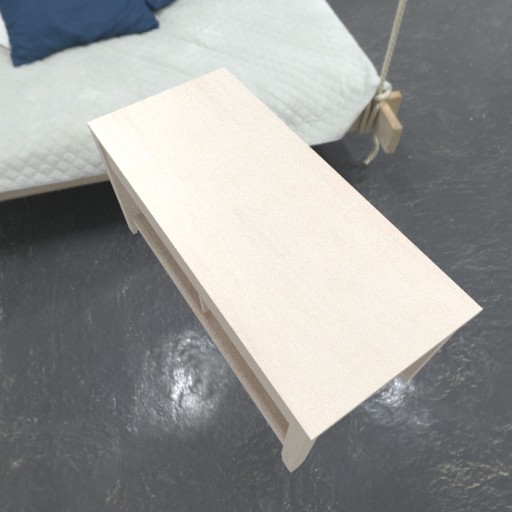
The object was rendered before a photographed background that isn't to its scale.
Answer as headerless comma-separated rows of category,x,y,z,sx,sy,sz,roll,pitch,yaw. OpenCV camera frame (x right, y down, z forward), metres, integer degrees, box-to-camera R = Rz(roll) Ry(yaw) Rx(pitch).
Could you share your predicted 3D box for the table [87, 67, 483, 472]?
table,0.000,0.000,1.287,0.457,0.483,1.016,-30,62,-18
